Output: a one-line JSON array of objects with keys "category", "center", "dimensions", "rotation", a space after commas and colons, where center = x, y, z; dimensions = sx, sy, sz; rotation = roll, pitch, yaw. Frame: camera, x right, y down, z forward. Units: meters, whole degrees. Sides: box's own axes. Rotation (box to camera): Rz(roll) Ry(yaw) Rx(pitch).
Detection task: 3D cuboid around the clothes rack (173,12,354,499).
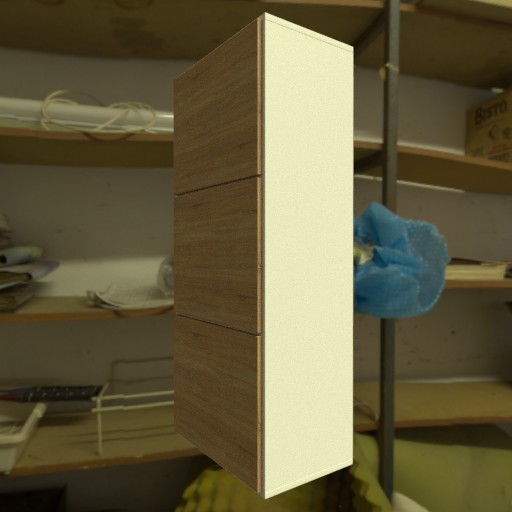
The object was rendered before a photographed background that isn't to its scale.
[{"category": "clothes rack", "center": [0.000, 0.000, 1.371], "dimensions": [0.331, 1.187, 0.500], "rotation": [0, 0, -35]}]
